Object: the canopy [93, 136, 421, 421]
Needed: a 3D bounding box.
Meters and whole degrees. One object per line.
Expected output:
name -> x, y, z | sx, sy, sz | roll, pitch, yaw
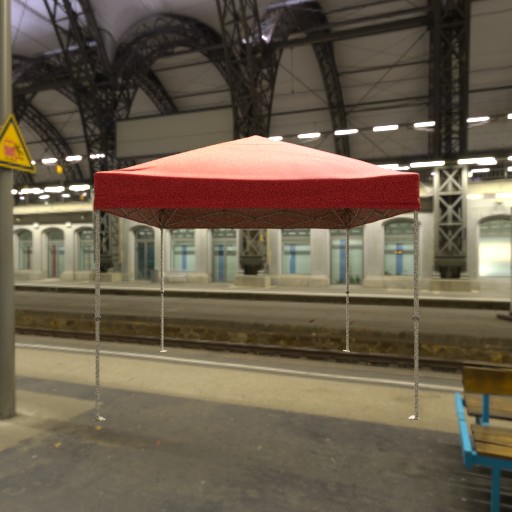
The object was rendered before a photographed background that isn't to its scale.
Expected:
canopy -> 0.000, 0.000, 5.519 | 2.998, 2.997, 2.996 | 0, 0, -1
